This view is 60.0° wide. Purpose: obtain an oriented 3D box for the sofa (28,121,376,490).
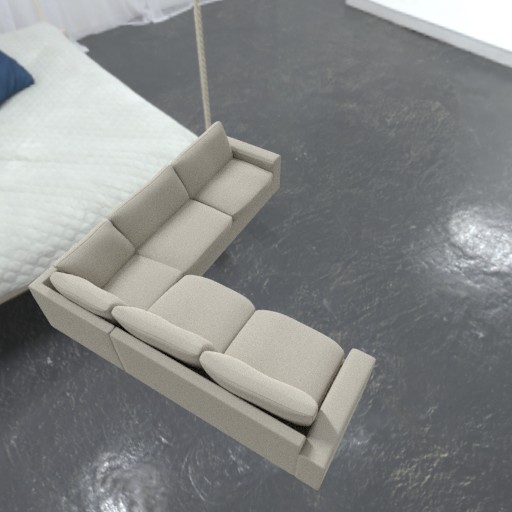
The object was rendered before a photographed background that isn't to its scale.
[{"bbox_3d":[0.000,0.000,4.693,3.066,0.918,3.206,24,52,20],"label":"sofa"}]
